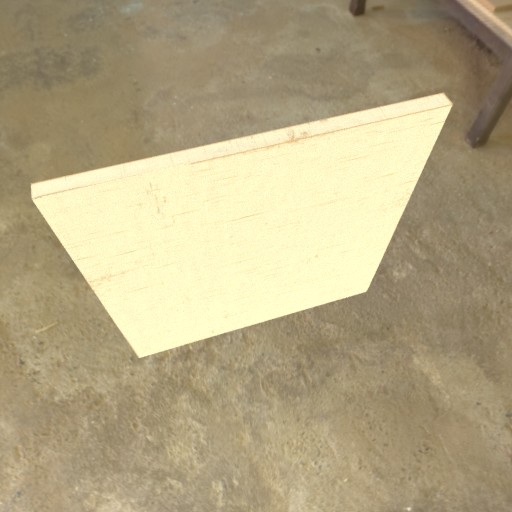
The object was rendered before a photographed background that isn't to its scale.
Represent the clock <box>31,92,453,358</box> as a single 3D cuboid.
[{"bbox_3d":[0.000,0.000,1.018,0.705,0.705,0.032,-15,59,-9],"label":"clock"}]
